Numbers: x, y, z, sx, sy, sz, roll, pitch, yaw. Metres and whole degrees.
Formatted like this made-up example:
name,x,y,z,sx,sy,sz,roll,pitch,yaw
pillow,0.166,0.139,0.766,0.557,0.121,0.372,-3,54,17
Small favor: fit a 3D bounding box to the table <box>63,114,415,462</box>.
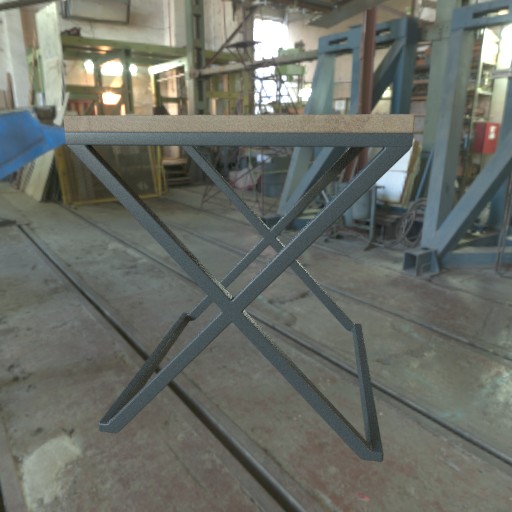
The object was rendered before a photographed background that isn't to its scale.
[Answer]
name,x,y,z,sx,sy,sz,roll,pitch,yaw
table,0.000,0.000,0.922,0.498,0.550,0.499,2,17,8
